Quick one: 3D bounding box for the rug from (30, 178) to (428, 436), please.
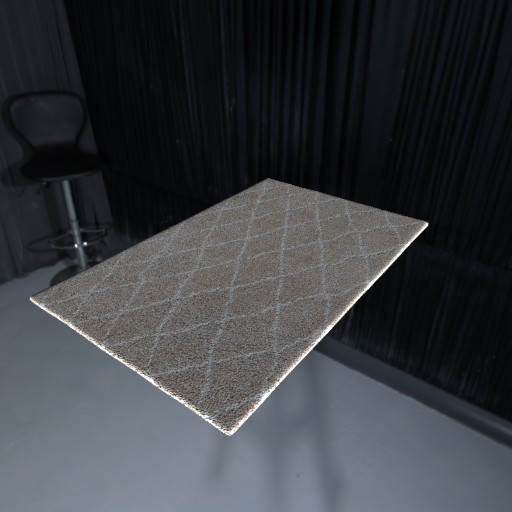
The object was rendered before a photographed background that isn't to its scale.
[{"bbox_3d":[0.000,0.000,3.469,1.778,0.030,2.743,22,37,31],"label":"rug"}]
